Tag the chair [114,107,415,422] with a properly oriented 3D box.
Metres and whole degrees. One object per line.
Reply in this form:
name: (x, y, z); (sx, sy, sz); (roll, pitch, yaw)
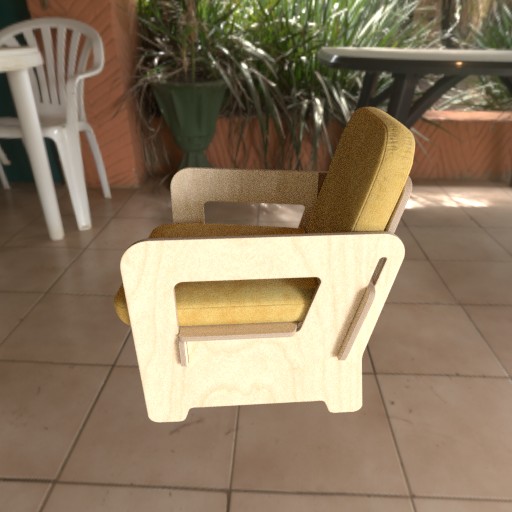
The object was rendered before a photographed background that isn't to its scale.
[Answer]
chair: (0.000, 0.000, 1.288); (0.710, 0.800, 0.590); (1, 27, 1)
